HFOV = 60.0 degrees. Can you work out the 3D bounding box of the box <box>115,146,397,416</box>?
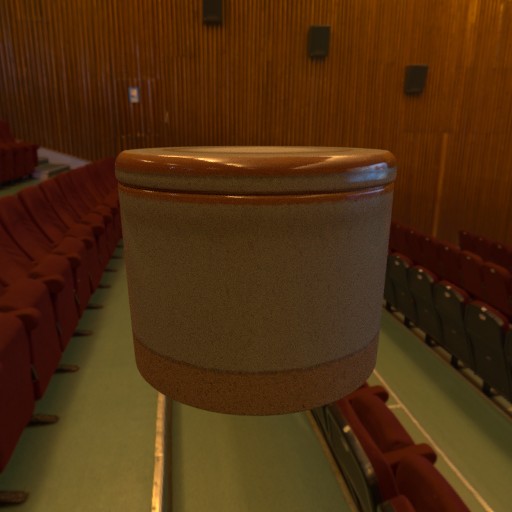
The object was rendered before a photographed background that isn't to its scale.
[{"bbox_3d":[0.000,0.000,0.213,0.123,0.100,0.123,0,15,0],"label":"box"}]
